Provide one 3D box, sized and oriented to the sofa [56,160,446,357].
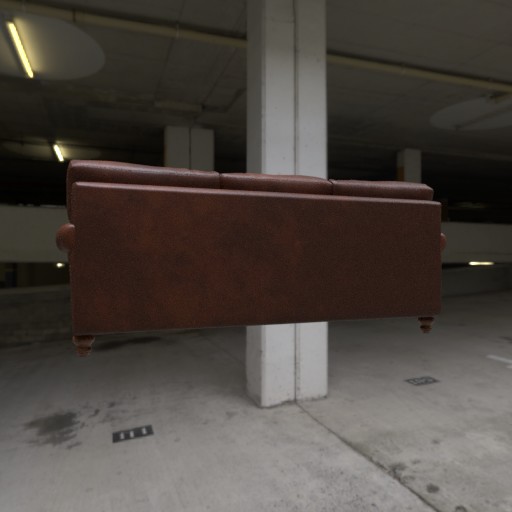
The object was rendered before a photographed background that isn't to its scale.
[{"bbox_3d":[0.000,0.000,2.875,2.351,0.977,0.973,0,0,-19],"label":"sofa"}]
